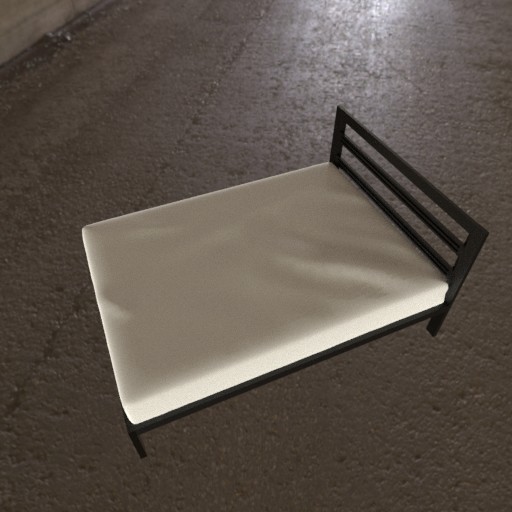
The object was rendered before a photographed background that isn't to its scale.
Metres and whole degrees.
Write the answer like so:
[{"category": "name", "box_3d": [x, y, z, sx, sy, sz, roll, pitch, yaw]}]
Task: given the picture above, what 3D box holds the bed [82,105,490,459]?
[{"category": "bed", "box_3d": [0.000, 0.000, 2.897, 2.062, 0.967, 1.524, -17, 49, -16]}]
